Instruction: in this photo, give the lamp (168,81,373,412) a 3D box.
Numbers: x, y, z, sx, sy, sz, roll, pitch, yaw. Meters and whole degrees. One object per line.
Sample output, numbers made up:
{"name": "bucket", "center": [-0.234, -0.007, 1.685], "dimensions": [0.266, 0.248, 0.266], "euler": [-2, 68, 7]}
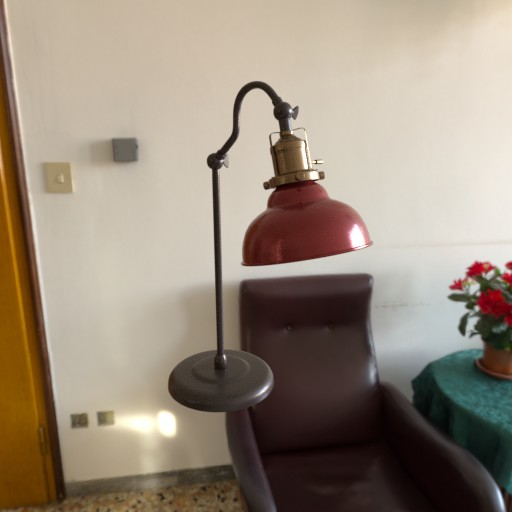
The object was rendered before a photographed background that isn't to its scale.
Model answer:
{"name": "lamp", "center": [0.000, 0.000, 0.686], "dimensions": [0.192, 0.508, 0.374], "euler": [-14, 20, -43]}
